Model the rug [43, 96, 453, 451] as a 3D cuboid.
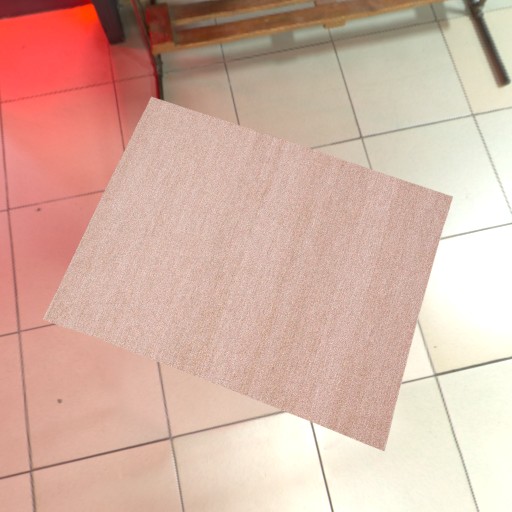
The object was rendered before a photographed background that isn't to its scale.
[{"bbox_3d":[0.000,0.000,4.131,3.202,0.045,2.434,20,77,5],"label":"rug"}]
